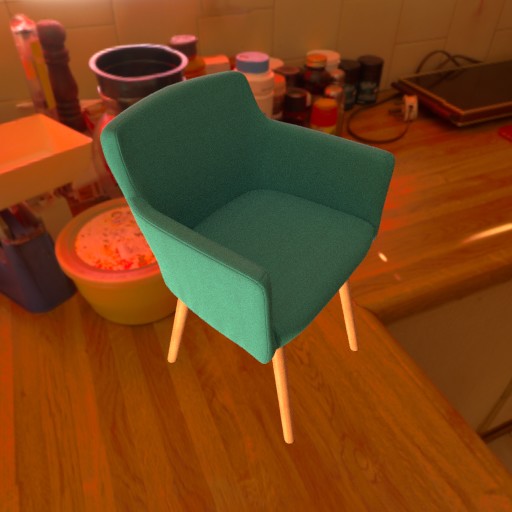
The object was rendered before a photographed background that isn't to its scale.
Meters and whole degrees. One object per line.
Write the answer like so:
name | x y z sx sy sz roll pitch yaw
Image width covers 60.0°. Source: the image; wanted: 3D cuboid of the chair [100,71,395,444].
chair | 0.000 0.000 1.167 0.540 0.780 0.570 26 47 27
